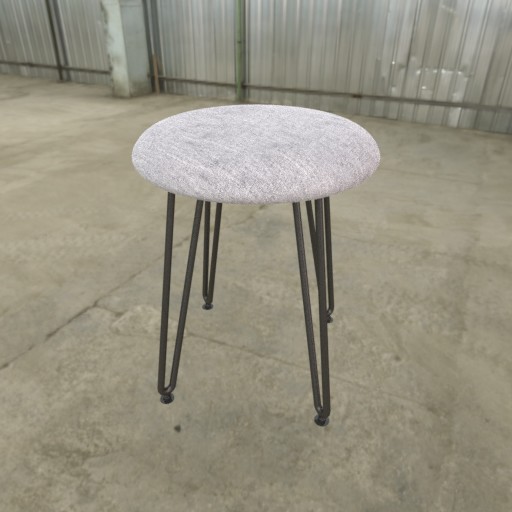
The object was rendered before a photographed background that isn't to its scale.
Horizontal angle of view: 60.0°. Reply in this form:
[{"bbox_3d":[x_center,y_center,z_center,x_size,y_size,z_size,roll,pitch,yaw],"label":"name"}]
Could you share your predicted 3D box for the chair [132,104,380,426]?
[{"bbox_3d":[0.000,0.000,0.648,0.350,0.386,0.350,-20,36,-30],"label":"chair"}]
